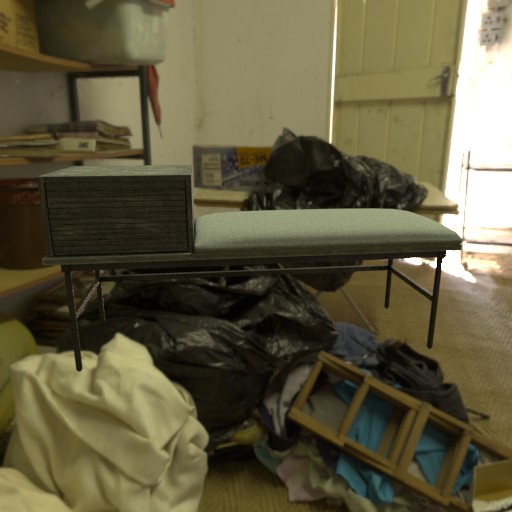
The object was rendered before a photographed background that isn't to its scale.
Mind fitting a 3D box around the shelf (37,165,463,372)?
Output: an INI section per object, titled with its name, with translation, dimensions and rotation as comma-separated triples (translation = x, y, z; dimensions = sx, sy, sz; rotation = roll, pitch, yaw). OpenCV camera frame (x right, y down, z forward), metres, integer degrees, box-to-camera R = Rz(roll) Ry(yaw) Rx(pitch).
[shelf]
translation = 0.000, 0.000, 1.630
dimensions = 1.342, 0.633, 0.457
rotation = -2, 16, -7
